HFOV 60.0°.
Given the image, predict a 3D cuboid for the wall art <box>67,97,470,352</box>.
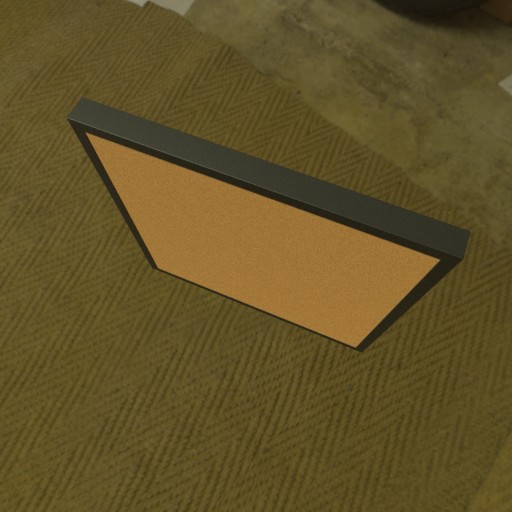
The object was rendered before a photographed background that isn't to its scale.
[{"bbox_3d":[0.000,0.000,0.761,0.506,0.506,0.037,21,68,9],"label":"wall art"}]
